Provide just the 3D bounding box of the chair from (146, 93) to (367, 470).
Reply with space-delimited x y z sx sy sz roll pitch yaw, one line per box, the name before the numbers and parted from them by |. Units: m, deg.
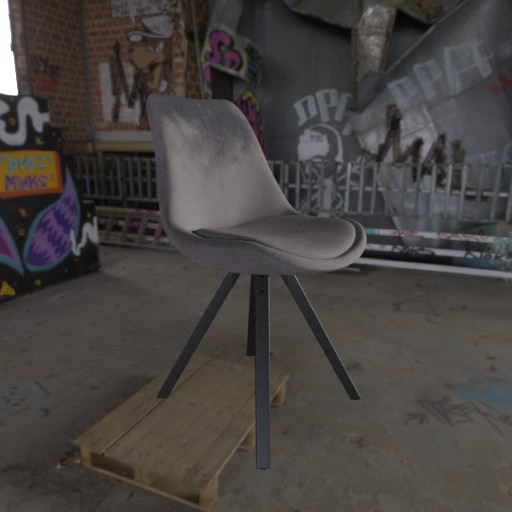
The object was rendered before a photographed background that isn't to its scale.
chair | 0.000 0.000 1.193 0.550 0.850 0.476 13 19 42
